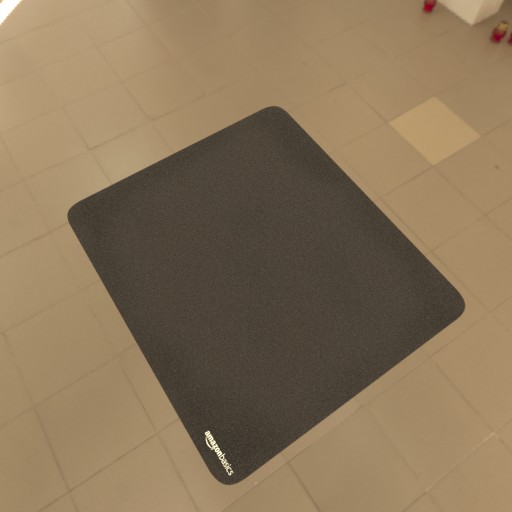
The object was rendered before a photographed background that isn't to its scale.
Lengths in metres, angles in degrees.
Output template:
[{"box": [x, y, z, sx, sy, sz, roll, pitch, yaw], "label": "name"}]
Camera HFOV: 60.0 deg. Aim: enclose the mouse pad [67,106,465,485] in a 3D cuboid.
[{"box": [0.000, 0.000, 0.625, 0.393, 0.002, 0.451, -31, 67, -15], "label": "mouse pad"}]
